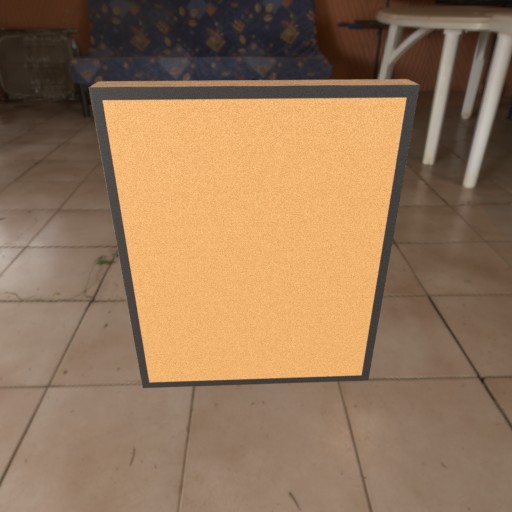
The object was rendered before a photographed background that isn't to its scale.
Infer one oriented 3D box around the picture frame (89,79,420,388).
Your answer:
[{"bbox_3d":[0.000,0.000,0.715,0.421,0.526,0.046,-1,30,-2],"label":"picture frame"}]
